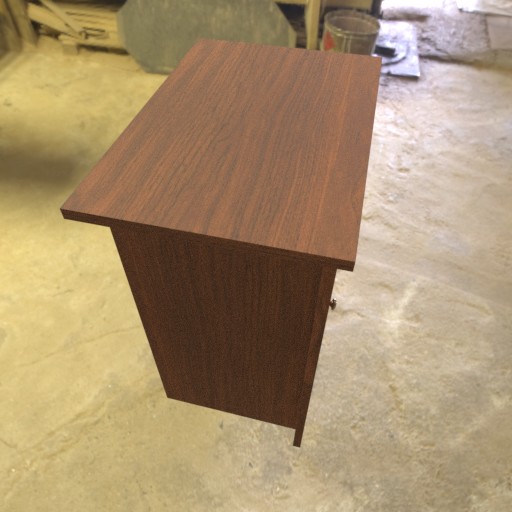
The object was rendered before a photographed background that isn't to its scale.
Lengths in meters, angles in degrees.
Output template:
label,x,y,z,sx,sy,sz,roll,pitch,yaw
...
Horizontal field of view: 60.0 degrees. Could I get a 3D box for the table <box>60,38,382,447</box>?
label,x,y,z,sx,sy,sz,roll,pitch,yaw
table,0.000,0.000,1.028,0.406,0.711,0.589,10,48,9
